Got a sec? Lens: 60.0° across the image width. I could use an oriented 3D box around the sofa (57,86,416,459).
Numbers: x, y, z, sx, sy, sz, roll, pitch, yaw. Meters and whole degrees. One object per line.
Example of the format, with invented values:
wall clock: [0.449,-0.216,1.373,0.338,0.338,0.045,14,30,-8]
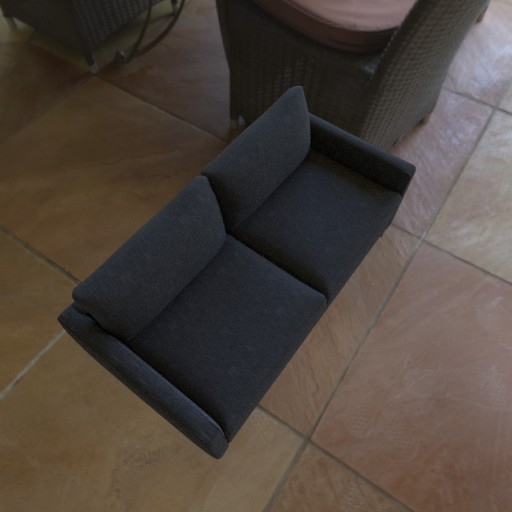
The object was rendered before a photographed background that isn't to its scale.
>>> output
sofa: [0.000,0.000,2.245,0.866,0.862,1.716,33,65,18]
